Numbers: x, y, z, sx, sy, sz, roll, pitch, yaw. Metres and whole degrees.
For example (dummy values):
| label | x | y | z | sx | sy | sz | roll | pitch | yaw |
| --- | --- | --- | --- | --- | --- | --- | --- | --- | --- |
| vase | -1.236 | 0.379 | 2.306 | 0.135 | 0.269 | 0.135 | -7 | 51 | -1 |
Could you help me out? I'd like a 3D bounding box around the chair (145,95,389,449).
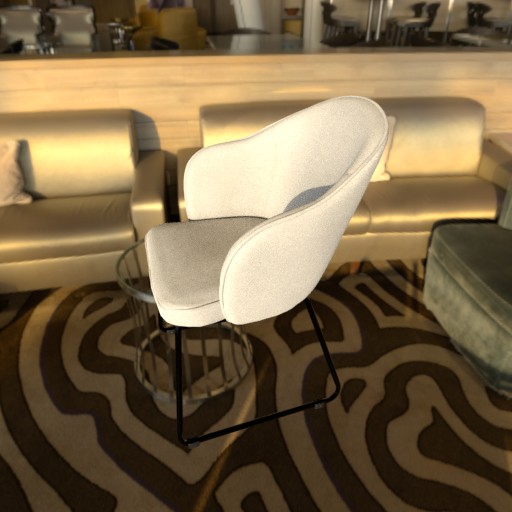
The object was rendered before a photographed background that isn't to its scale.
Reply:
| label | x | y | z | sx | sy | sz | roll | pitch | yaw |
| --- | --- | --- | --- | --- | --- | --- | --- | --- | --- |
| chair | 0.000 | 0.000 | 1.239 | 0.592 | 0.817 | 0.570 | -9 | 32 | -15 |
